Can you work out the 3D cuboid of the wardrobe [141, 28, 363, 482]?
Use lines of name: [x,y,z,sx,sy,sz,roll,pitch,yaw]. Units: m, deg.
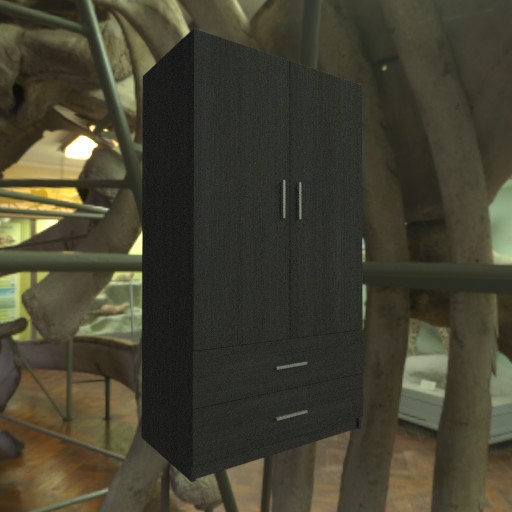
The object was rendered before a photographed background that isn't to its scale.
wardrobe: [0.000,0.000,2.264,0.991,1.808,0.577,1,-1,-35]
